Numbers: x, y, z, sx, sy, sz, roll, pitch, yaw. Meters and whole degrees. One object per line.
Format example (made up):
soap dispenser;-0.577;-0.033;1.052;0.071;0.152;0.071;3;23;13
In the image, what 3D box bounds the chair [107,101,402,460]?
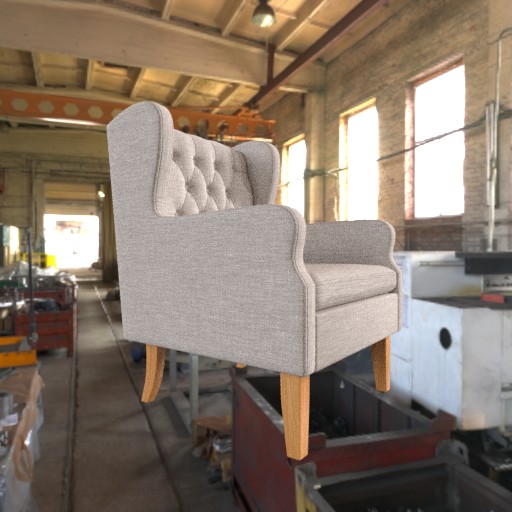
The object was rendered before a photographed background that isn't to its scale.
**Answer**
chair;0.000;0.000;1.474;0.760;0.930;0.710;1;1;35
